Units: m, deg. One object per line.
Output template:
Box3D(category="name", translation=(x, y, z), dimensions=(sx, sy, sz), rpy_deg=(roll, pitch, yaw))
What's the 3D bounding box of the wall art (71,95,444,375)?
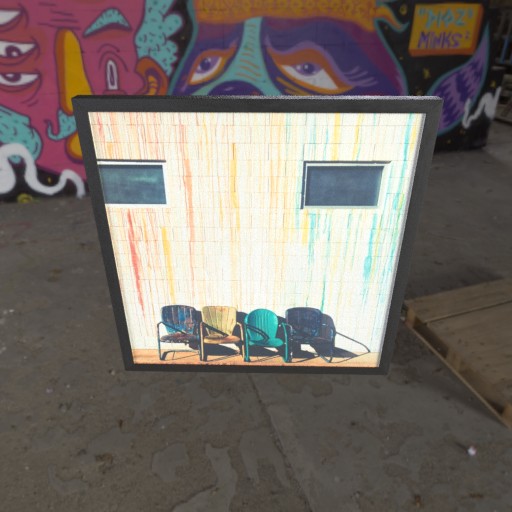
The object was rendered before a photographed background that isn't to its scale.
Box3D(category="wall art", translation=(0.000, 0.000, 1.112), dimensions=(0.763, 0.763, 0.039), rpy_deg=(1, 30, 1))
